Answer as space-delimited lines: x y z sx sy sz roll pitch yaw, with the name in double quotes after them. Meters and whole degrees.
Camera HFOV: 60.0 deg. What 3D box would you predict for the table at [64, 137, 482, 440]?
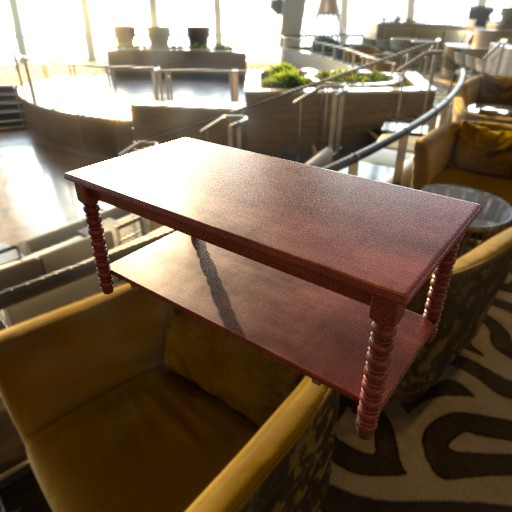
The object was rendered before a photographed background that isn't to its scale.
0.000 0.000 1.474 1.171 0.485 0.580 21 36 32 "table"
